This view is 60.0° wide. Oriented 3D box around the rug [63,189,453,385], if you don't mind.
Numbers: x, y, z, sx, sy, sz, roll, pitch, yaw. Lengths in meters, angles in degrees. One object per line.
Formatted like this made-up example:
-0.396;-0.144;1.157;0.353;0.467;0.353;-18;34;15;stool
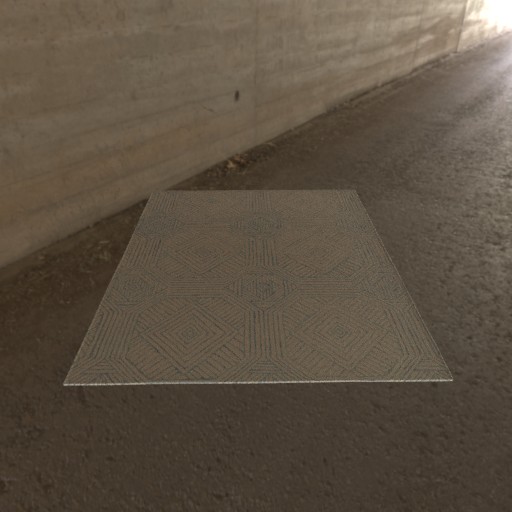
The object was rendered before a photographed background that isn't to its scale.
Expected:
0.000;0.000;4.078;2.457;0.015;3.049;0;31;-1;rug
